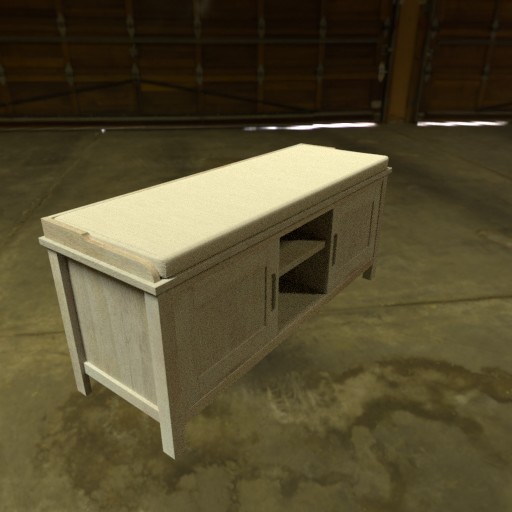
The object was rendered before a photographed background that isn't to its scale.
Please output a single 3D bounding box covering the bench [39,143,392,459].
[{"bbox_3d":[0.000,0.000,1.411,0.398,0.501,1.140,17,30,33],"label":"bench"}]
